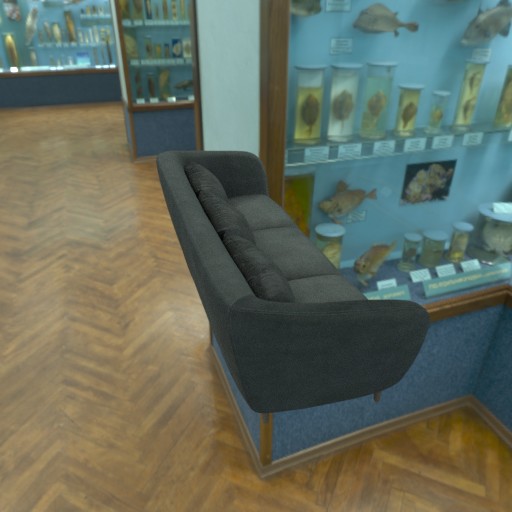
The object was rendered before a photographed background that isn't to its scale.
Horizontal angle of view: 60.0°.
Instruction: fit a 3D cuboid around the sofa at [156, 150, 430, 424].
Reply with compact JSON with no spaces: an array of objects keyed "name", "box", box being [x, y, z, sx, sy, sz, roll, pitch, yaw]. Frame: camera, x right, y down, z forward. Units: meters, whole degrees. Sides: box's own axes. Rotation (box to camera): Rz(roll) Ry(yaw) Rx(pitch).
[{"name":"sofa","box":[0.000,0.000,2.754,0.956,0.875,2.296,-9,31,-16]}]
